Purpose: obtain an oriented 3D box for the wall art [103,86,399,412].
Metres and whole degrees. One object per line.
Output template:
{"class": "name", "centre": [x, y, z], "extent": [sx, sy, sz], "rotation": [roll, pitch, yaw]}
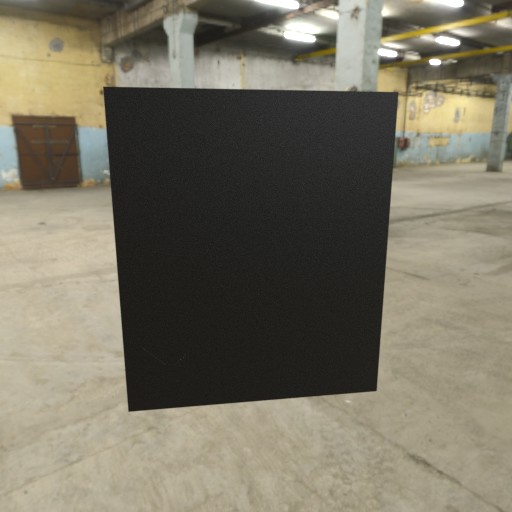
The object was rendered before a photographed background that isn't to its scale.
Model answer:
{"class": "wall art", "centre": [0.000, 0.000, 0.542], "extent": [0.325, 0.380, 0.028], "rotation": [-2, 14, -8]}
